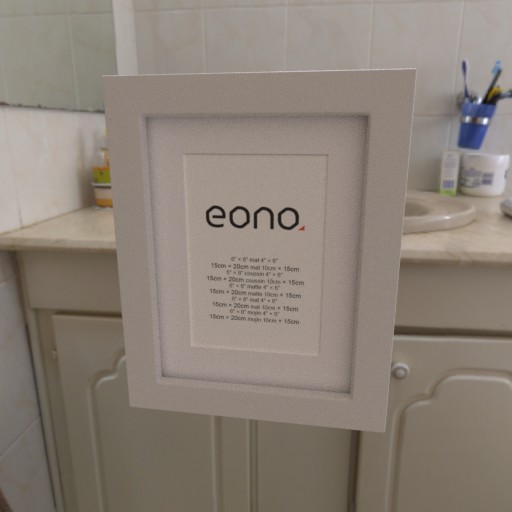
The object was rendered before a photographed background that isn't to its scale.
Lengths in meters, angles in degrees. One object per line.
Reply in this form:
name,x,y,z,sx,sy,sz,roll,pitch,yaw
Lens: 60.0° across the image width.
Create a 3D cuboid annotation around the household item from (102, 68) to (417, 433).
household item,0.000,0.000,0.331,0.200,0.250,0.045,3,15,9
